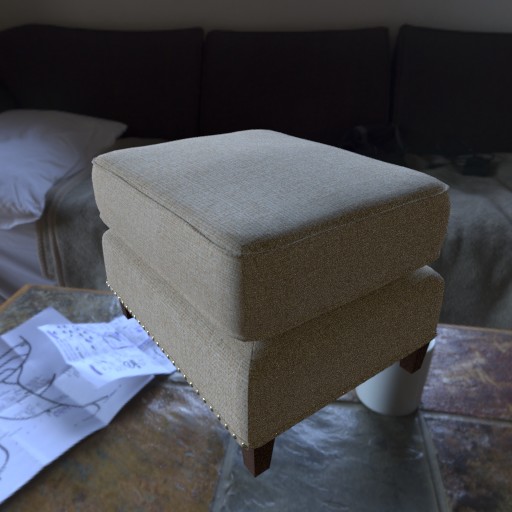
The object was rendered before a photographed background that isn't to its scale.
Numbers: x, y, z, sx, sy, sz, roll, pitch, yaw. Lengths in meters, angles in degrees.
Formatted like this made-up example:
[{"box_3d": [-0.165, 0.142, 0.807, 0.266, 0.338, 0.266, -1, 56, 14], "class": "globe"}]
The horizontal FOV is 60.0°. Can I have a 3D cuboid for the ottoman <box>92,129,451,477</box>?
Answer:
[{"box_3d": [0.000, 0.000, 1.127, 0.589, 0.537, 0.738, -19, 33, -32], "class": "ottoman"}]
